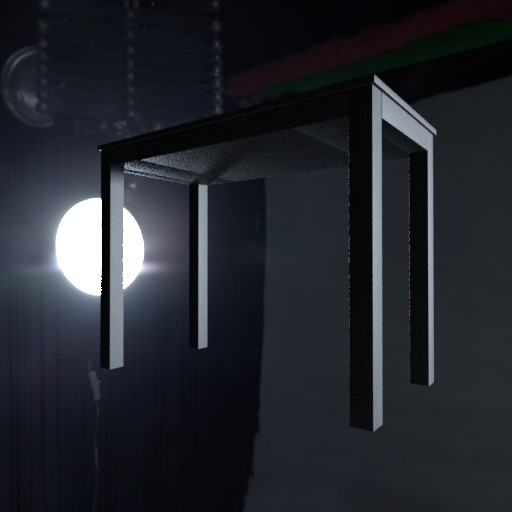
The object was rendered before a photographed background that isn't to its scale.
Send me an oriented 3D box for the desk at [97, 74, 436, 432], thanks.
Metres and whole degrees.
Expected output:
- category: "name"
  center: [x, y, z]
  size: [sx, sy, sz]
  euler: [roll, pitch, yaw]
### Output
- category: "desk"
  center: [0.000, 0.000, 1.432]
  size: [0.991, 0.762, 0.499]
  euler: [0, -1, 36]
